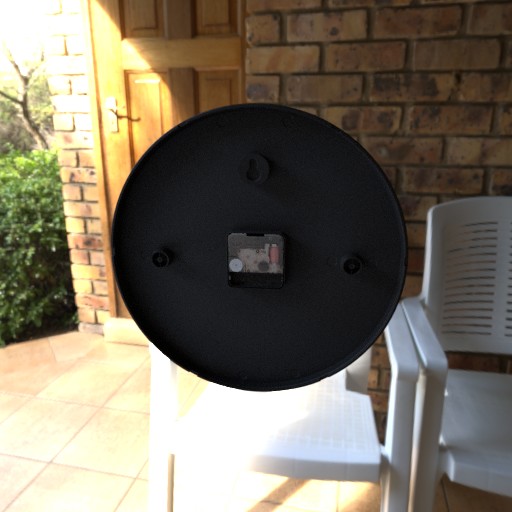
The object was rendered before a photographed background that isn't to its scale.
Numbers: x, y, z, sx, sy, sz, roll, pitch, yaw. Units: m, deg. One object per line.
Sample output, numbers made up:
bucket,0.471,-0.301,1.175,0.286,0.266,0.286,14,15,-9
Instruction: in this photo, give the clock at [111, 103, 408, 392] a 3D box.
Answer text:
clock,0.000,0.000,0.450,0.293,0.293,0.040,2,16,7
